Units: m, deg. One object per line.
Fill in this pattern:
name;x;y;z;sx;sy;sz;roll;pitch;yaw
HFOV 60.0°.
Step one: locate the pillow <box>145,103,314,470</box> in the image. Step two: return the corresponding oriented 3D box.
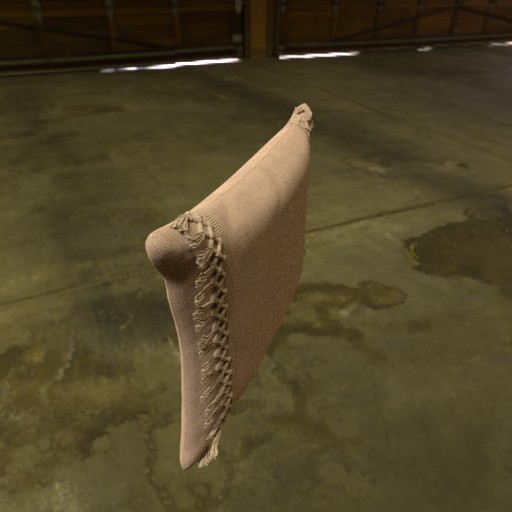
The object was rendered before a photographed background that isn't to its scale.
pillow;0.000;0.000;0.598;0.084;0.305;0.466;11;34;17
